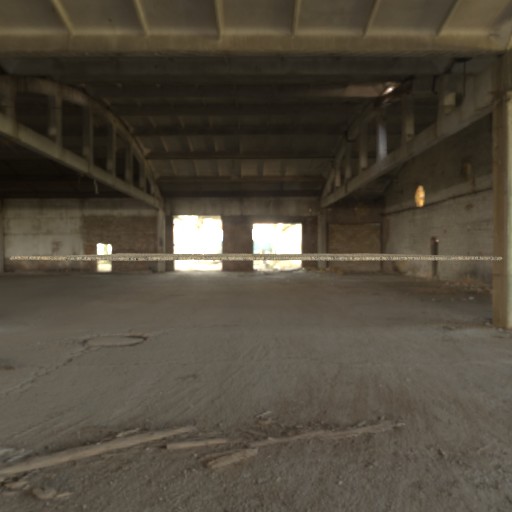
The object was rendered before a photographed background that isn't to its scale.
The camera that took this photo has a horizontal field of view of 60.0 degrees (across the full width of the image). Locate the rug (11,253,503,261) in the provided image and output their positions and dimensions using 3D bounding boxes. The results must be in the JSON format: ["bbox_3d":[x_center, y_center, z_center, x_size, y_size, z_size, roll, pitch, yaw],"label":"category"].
[{"bbox_3d":[0.000,0.000,4.083,3.199,0.036,2.414,0,1,-1],"label":"rug"}]
